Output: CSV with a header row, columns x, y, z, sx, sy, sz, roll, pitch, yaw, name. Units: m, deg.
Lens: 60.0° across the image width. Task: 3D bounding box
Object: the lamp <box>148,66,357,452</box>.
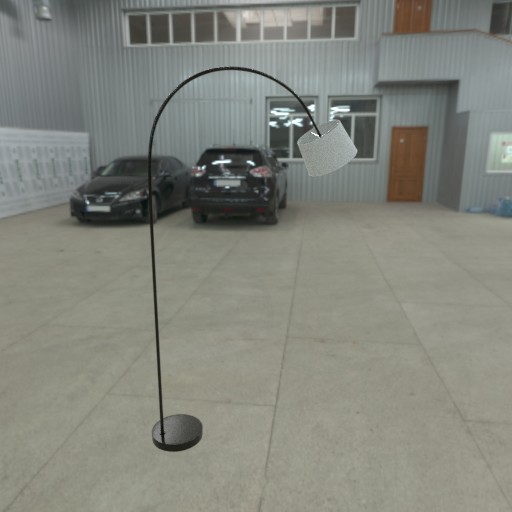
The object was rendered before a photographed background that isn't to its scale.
x,y,z,sx,sy,sz,roll,pitch,yaw,name
0.000,0.000,2.663,1.363,2.104,0.331,-7,15,-27,lamp
